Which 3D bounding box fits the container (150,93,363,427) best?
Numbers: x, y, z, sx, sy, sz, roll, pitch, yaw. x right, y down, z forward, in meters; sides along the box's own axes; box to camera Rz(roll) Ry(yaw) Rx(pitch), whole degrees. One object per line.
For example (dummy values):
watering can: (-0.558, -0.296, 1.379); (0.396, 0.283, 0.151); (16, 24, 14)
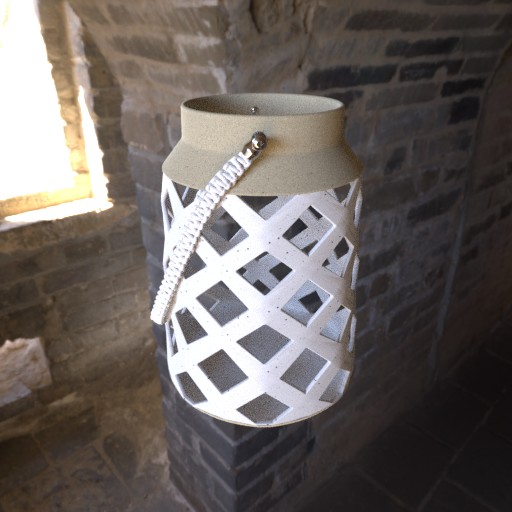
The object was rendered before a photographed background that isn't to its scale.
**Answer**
container: (0.000, 0.000, 0.400); (0.198, 0.264, 0.188); (-1, 27, -1)
